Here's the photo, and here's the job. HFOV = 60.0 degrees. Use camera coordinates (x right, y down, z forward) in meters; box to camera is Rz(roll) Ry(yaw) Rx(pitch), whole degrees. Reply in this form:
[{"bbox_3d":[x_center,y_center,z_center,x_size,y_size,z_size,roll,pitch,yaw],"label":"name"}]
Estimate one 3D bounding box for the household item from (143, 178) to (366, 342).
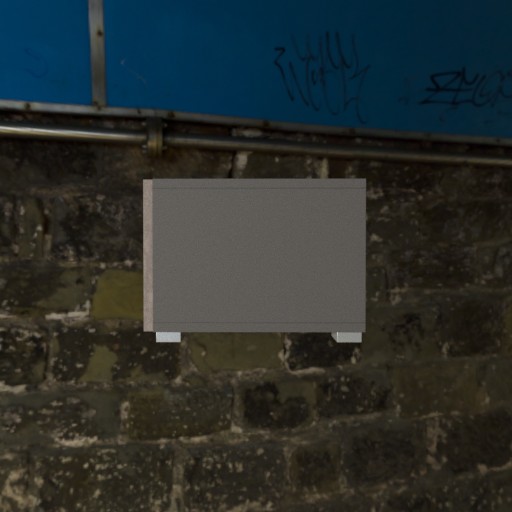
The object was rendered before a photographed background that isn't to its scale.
[{"bbox_3d":[0.000,0.000,1.536,0.420,0.310,1.400,0,1,0],"label":"household item"}]
